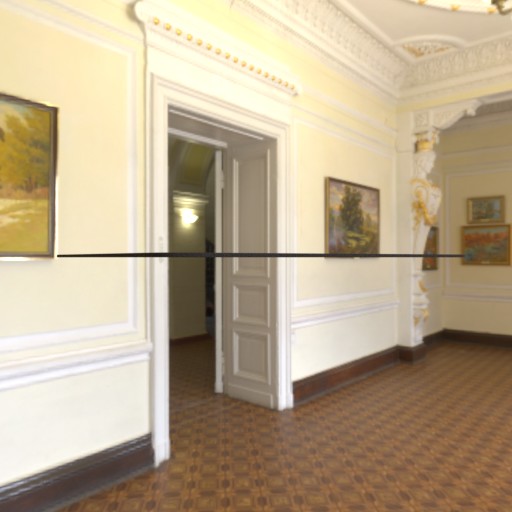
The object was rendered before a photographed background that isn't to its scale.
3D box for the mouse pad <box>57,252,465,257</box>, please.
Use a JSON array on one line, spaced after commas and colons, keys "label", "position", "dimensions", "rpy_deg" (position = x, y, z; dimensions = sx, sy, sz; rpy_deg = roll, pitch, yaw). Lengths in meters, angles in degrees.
[{"label": "mouse pad", "position": [0.000, 0.000, 0.341], "dimensions": [0.249, 0.002, 0.211], "rpy_deg": [0, 0, -36]}]
